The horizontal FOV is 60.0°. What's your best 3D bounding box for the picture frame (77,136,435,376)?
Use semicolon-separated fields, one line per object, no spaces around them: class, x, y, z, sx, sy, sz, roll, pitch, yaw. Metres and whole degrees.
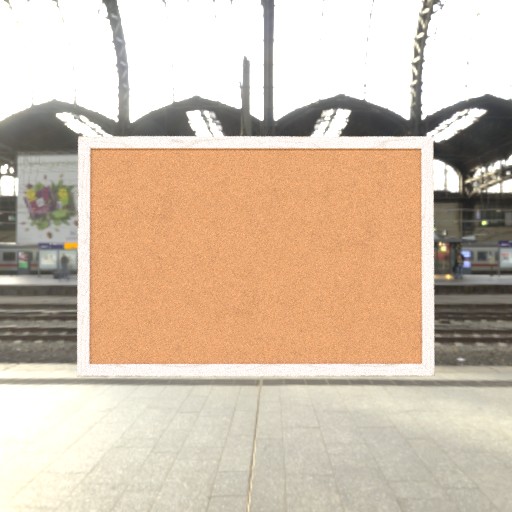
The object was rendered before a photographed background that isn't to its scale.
picture frame;0.000;0.000;1.197;0.950;0.640;0.029;0;-1;0
